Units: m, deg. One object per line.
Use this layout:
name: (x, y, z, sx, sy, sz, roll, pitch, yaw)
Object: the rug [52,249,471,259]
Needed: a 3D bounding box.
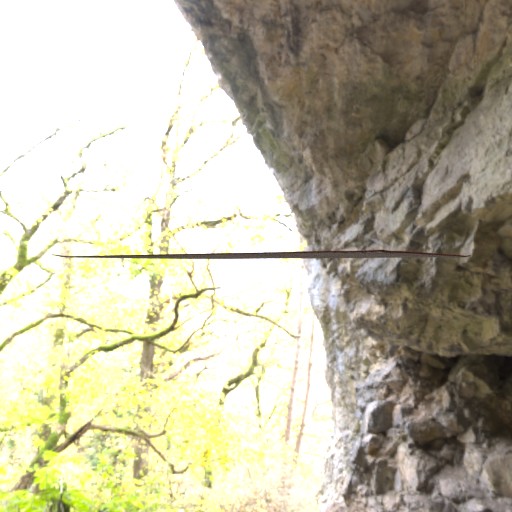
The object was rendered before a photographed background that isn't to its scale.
rug: (0.000, 0.000, 2.890, 2.286, 0.026, 1.521, -1, -1, 37)
